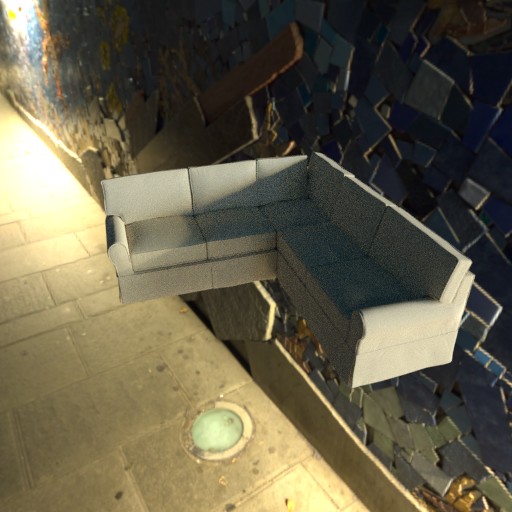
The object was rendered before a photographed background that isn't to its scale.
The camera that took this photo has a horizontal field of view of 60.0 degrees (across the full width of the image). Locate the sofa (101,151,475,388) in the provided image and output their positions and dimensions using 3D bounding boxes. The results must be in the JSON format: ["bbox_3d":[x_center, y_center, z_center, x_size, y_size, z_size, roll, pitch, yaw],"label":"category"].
[{"bbox_3d":[0.000,0.000,4.082,2.591,1.070,2.597,-10,32,-15],"label":"sofa"}]
